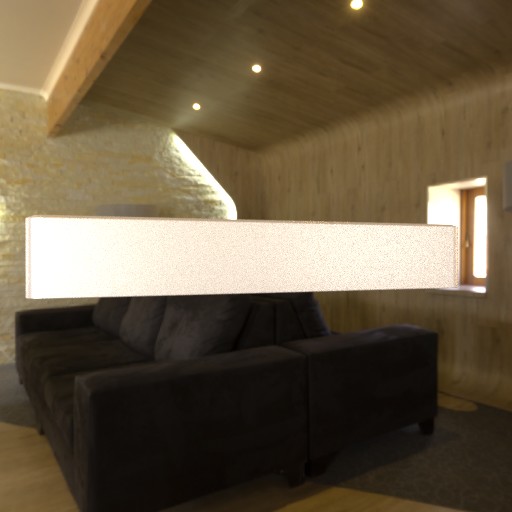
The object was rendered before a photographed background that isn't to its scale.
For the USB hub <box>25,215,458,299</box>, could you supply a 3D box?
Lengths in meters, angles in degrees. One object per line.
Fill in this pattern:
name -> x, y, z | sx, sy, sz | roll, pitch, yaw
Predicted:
USB hub -> 0.000, 0.000, 0.161 | 0.145, 0.023, 0.044 | 0, 0, -17
